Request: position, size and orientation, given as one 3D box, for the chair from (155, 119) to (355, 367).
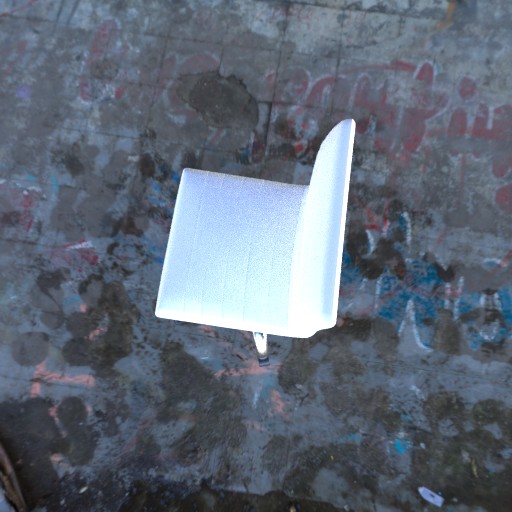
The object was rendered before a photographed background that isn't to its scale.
[{"bbox_3d":[0.000,0.000,1.156,0.530,0.780,0.556,8,76,2],"label":"chair"}]
